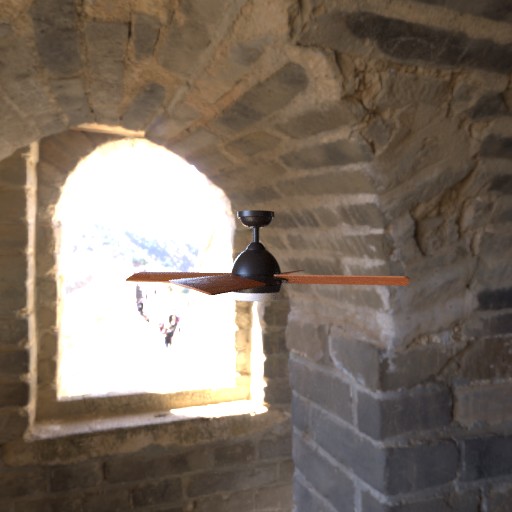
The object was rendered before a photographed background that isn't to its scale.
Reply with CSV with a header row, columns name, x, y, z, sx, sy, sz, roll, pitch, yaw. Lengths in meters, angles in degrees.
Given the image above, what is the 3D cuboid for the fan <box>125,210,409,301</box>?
name,x,y,z,sx,sy,sz,roll,pitch,yaw
fan,0.000,0.000,2.038,1.332,0.403,1.332,0,0,19
